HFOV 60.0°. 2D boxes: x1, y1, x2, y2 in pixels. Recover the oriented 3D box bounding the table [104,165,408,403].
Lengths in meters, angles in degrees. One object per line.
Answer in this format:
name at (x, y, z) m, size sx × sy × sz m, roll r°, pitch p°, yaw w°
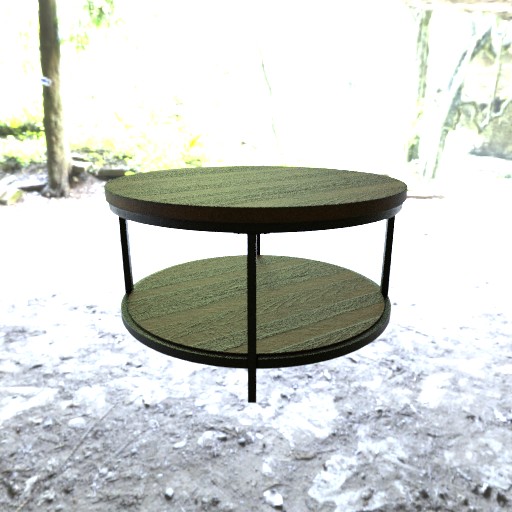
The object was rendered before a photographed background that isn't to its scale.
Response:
table at (0.000, 0.000, 1.354) m, size 0.837 × 0.462 × 0.837 m, roll 0°, pitch 17°, yaw 0°
